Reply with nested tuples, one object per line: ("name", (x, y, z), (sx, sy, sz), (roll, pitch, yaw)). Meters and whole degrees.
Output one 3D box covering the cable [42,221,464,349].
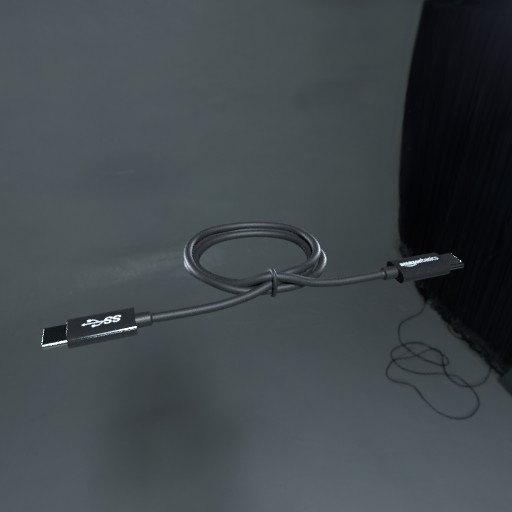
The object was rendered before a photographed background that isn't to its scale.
("cable", (0.000, 0.000, 0.212), (0.186, 0.014, 0.070), (-10, 33, -15))
